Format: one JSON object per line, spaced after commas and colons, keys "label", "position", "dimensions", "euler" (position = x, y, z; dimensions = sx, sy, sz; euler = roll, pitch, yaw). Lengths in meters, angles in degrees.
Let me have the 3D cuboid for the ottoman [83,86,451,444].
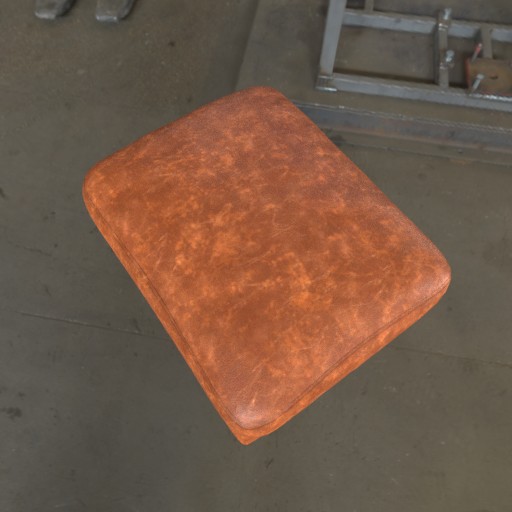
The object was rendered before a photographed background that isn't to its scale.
{"label": "ottoman", "position": [0.000, 0.000, 1.275], "dimensions": [0.657, 0.562, 0.832], "euler": [-32, 68, -15]}
